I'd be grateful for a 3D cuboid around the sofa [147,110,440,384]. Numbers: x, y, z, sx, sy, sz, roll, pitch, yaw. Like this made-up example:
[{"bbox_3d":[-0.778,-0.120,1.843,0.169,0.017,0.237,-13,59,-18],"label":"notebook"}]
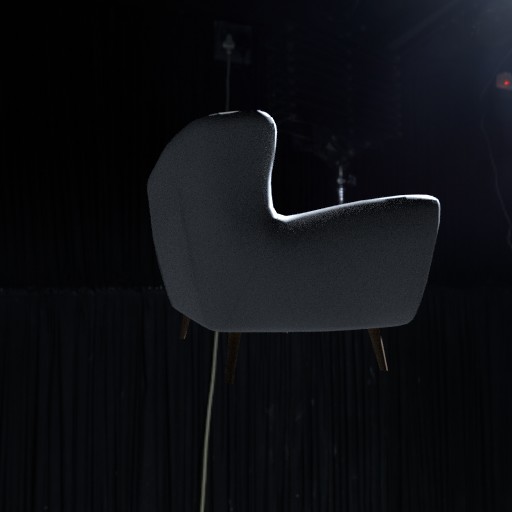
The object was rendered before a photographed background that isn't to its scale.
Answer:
[{"bbox_3d":[0.000,0.000,2.034,0.921,0.878,1.424,0,-1,-19],"label":"sofa"}]
